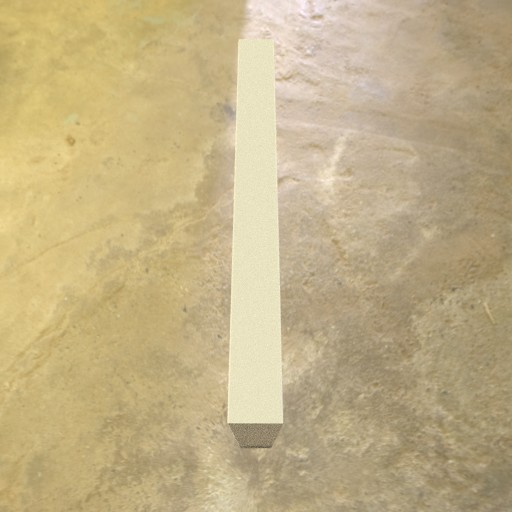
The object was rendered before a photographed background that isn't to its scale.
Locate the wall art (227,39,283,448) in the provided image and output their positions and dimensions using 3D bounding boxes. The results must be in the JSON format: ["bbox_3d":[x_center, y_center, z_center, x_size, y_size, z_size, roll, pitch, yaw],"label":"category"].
[{"bbox_3d":[0.000,0.000,0.497,0.038,0.259,0.381,0,63,0],"label":"wall art"}]
